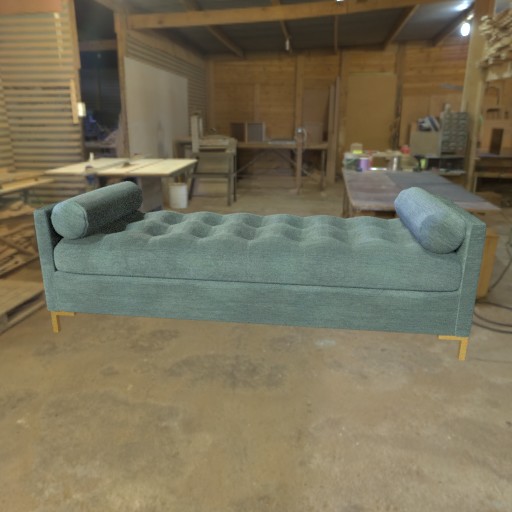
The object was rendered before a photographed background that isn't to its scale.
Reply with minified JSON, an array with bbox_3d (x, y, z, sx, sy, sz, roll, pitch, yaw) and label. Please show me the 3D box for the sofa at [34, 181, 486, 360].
[{"bbox_3d":[0.000,0.000,2.441,2.102,0.705,0.796,2,17,8],"label":"sofa"}]
